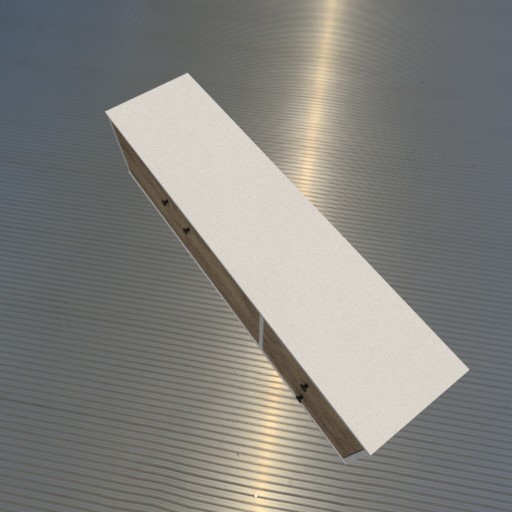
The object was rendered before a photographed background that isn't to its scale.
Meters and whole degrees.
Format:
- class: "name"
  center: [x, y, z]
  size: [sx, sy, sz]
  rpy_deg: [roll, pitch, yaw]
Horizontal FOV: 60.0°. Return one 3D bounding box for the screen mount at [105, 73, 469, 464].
- class: "screen mount"
  center: [0.000, 0.000, 1.802]
  size: [0.418, 0.520, 1.600]
  rpy_deg: [-32, 66, -16]
